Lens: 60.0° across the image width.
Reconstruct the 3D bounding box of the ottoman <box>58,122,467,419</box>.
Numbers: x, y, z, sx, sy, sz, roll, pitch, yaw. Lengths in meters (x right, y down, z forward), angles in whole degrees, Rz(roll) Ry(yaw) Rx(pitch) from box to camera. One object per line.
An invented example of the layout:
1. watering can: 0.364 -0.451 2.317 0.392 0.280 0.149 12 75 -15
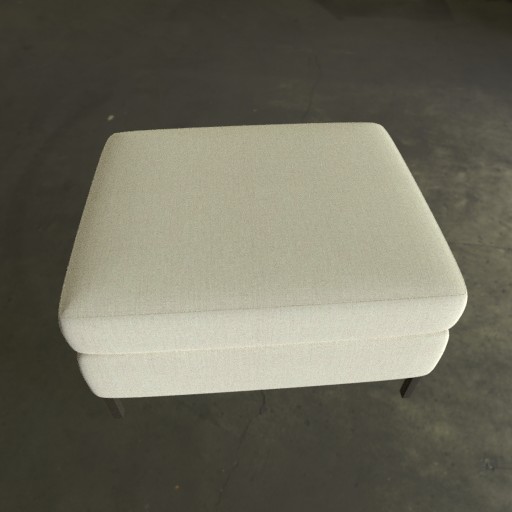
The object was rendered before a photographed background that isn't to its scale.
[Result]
1. ottoman: 0.000 0.000 1.150 0.794 0.453 0.657 -3 46 -3
